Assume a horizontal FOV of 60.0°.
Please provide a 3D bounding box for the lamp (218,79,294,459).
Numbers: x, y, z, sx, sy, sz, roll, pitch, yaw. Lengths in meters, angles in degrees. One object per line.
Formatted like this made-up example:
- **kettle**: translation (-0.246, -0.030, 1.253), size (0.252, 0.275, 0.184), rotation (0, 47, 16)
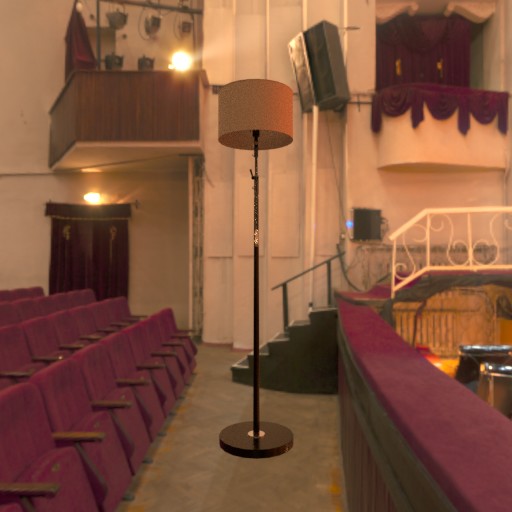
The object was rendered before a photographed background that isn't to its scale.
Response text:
- **lamp**: translation (0.000, 0.000, 1.982), size (0.373, 1.635, 0.809), rotation (0, -1, 0)
